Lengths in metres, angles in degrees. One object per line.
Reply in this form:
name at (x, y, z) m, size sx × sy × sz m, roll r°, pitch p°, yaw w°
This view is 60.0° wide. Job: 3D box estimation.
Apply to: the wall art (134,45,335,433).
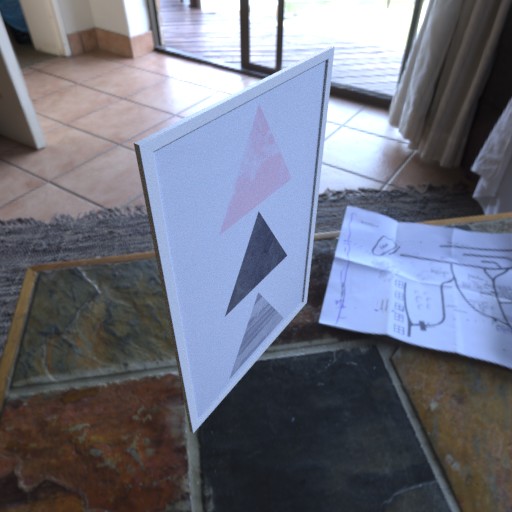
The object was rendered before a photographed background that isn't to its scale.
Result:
wall art at (0.000, 0.000, 1.225) m, size 0.013 × 0.940 × 0.659 m, roll 25°, pitch 47°, yaw 26°
